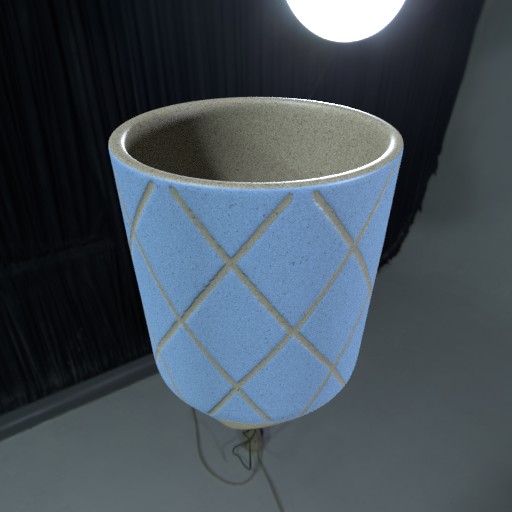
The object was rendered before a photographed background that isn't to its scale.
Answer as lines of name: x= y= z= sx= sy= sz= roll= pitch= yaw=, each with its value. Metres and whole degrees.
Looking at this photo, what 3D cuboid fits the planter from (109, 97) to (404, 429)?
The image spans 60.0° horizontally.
planter: x=0.000 y=0.000 z=0.349 sx=0.191 sy=0.200 sz=0.191 roll=0 pitch=32 yaw=0
